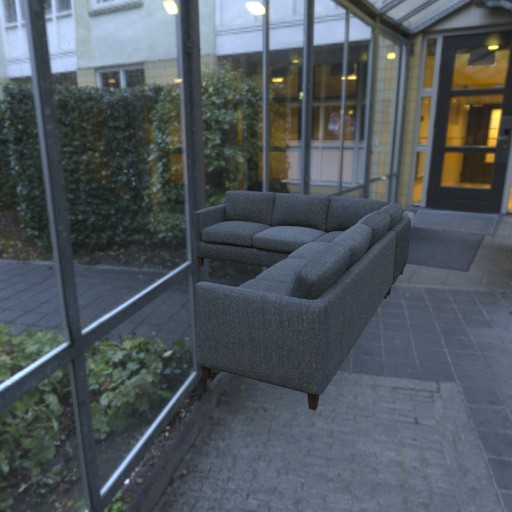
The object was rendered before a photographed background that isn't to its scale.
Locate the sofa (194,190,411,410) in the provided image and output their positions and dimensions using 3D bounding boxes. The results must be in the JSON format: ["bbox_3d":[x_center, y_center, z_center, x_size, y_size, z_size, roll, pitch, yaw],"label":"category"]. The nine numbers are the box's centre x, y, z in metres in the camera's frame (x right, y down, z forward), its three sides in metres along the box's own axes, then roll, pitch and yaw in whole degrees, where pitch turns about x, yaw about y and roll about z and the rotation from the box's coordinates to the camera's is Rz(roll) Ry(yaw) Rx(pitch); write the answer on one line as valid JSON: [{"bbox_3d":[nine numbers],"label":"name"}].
[{"bbox_3d":[0.000,0.000,4.574,2.593,0.947,3.302,8,17,26],"label":"sofa"}]
